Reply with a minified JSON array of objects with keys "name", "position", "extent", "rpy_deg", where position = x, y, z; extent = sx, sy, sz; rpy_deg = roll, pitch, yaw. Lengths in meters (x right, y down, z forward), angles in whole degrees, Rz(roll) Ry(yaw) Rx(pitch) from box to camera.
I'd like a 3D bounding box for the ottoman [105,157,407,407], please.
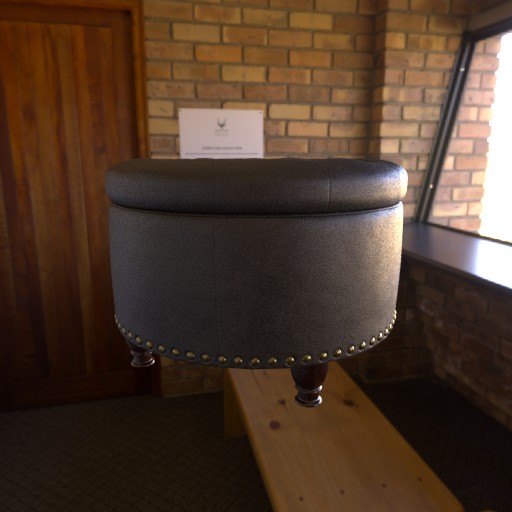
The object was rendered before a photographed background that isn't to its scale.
[{"name":"ottoman","position":[0.000,0.000,1.021],"extent":[0.637,0.442,0.637],"rpy_deg":[0,13,0]}]
